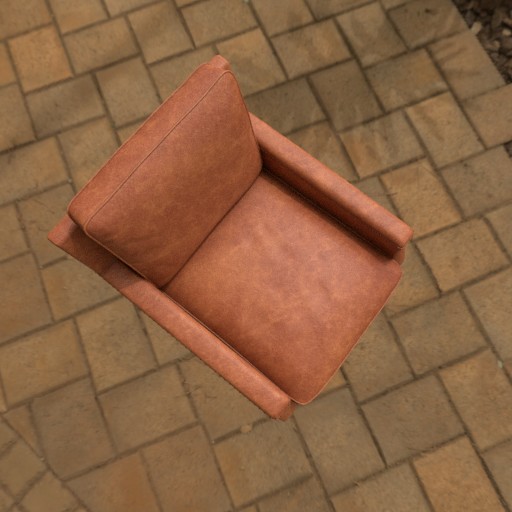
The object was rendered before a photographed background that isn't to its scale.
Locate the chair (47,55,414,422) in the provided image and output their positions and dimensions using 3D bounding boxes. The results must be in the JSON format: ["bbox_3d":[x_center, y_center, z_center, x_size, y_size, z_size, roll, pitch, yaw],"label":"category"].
[{"bbox_3d":[0.000,0.000,1.700,1.014,0.943,0.853,38,79,8],"label":"chair"}]
